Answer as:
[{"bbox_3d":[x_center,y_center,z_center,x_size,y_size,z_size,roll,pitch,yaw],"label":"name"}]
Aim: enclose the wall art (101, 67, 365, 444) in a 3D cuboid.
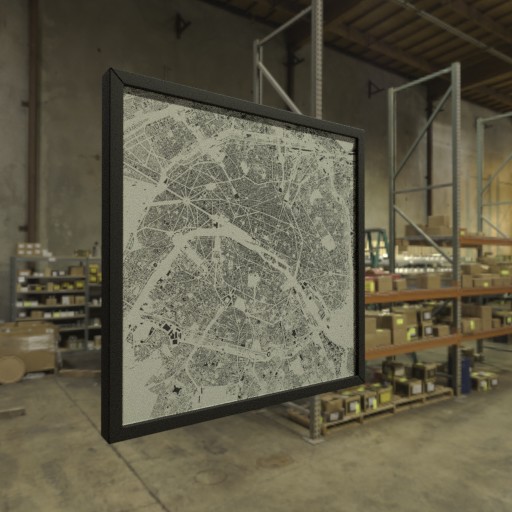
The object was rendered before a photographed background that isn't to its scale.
[{"bbox_3d":[0.000,0.000,0.756,0.508,0.508,0.037,0,-1,-35],"label":"wall art"}]
